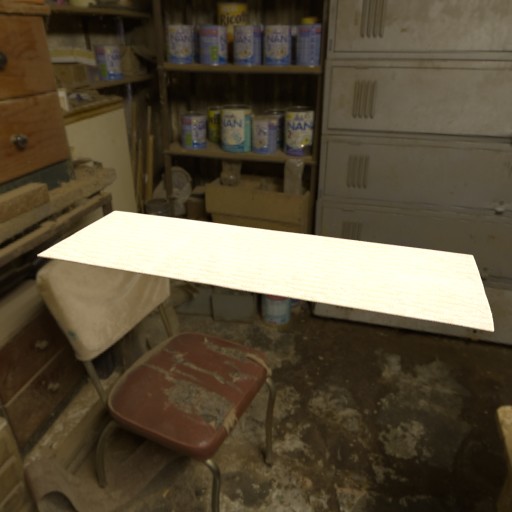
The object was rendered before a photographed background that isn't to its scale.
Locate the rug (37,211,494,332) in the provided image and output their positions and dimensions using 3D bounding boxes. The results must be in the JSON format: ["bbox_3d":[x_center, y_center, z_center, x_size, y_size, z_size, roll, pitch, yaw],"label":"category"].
[{"bbox_3d":[0.000,0.000,2.600,2.450,0.014,0.793,8,27,16],"label":"rug"}]
